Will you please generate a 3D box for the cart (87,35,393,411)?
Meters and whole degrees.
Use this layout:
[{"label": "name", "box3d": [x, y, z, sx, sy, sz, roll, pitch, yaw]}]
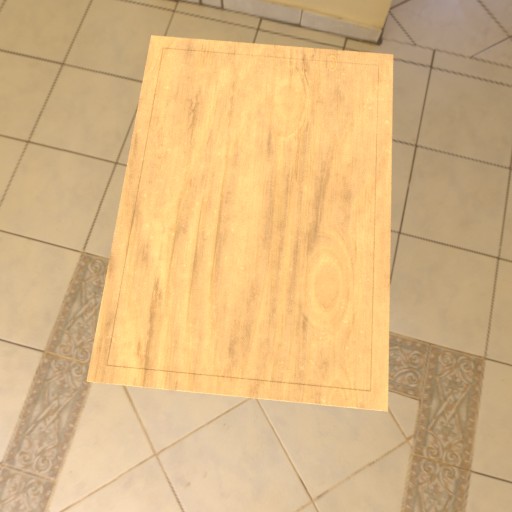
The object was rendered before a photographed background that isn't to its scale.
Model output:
[{"label": "cart", "box3d": [0.000, 0.000, 1.376, 0.567, 0.920, 0.797, 5, 75, 1]}]
